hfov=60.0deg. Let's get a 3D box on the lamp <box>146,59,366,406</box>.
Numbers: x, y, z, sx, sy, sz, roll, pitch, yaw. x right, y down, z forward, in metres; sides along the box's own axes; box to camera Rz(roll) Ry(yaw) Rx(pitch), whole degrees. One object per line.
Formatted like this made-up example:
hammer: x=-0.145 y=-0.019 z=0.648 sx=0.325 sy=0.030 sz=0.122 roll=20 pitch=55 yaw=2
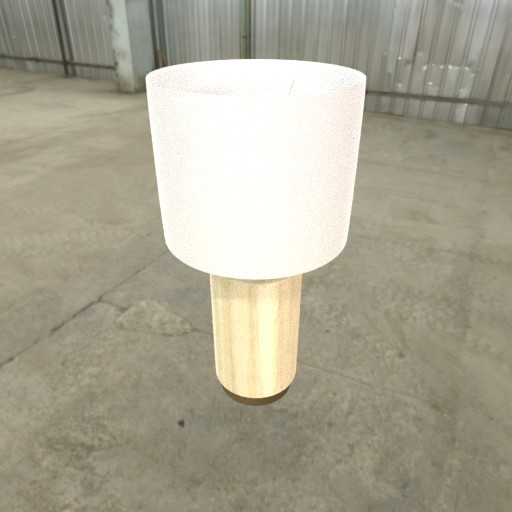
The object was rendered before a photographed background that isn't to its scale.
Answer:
lamp: x=0.000 y=0.000 z=0.578 sx=0.228 sy=0.444 sz=0.228 roll=-20 pitch=36 yaw=-29
